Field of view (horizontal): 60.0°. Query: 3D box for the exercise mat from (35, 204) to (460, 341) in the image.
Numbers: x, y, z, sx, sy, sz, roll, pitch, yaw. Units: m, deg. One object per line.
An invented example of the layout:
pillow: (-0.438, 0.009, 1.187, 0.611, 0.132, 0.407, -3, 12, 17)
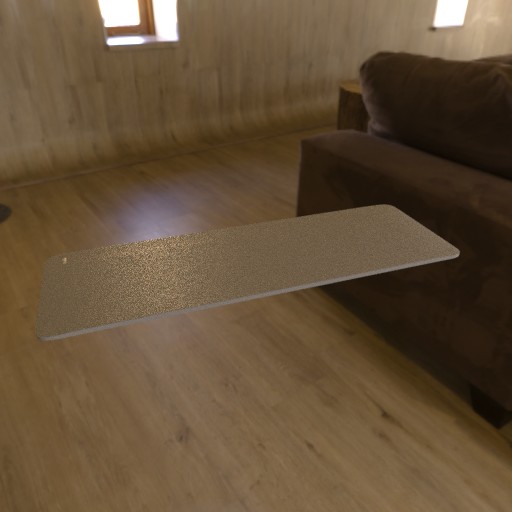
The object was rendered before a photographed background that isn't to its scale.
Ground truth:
exercise mat: (0.000, 0.000, 2.088, 1.884, 0.021, 0.616, -10, 32, -16)
